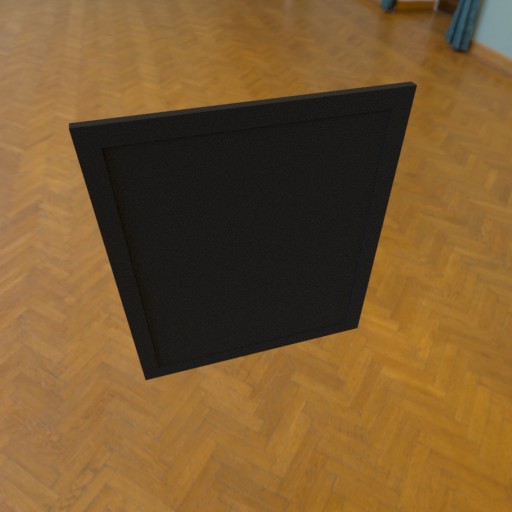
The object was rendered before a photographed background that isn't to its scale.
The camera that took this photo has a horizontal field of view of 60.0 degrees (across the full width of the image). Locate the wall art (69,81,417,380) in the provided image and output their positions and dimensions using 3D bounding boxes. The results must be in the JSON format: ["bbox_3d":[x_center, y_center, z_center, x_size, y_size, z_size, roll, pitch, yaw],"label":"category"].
[{"bbox_3d":[0.000,0.000,0.507,0.311,0.361,0.010,-11,44,-12],"label":"wall art"}]
